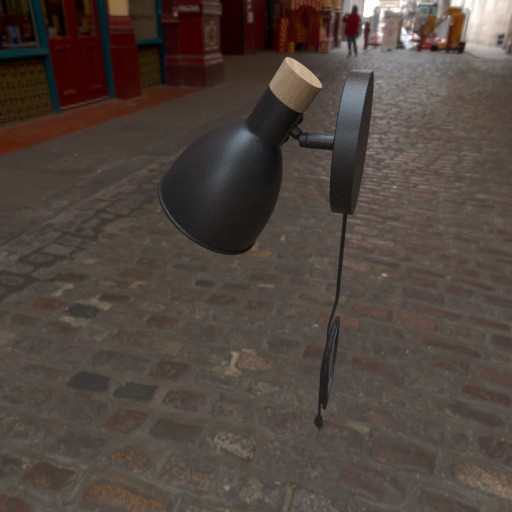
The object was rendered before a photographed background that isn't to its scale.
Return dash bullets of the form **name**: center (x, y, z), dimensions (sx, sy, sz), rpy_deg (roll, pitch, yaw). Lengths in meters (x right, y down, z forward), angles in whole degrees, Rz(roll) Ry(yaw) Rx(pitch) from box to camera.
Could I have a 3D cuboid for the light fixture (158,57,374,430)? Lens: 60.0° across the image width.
- **light fixture**: center (0.000, 0.000, 0.488), dimensions (0.203, 0.401, 0.127), rpy_deg (9, 30, 16)
